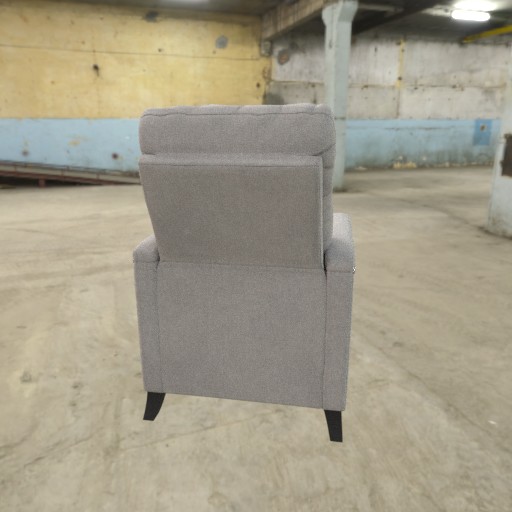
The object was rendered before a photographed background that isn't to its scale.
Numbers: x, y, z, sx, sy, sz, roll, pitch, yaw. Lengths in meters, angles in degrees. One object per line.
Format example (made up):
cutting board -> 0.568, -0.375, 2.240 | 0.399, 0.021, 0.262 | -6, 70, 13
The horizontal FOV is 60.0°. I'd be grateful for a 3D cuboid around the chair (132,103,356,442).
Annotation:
chair -> 0.000, 0.000, 1.676 | 0.710, 1.049, 0.922 | 3, 15, 10
